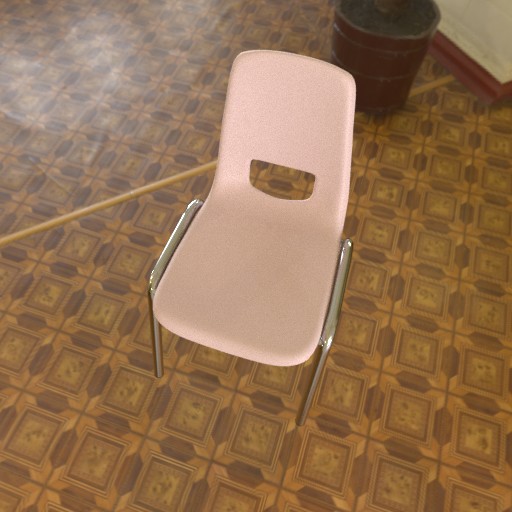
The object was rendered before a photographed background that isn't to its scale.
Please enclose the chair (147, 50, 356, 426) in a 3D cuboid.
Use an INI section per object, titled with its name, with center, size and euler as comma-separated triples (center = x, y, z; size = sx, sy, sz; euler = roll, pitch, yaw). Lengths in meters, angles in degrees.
[chair]
center = 0.000, 0.000, 0.832
size = 0.354, 0.586, 0.423
euler = 16, 60, 9
